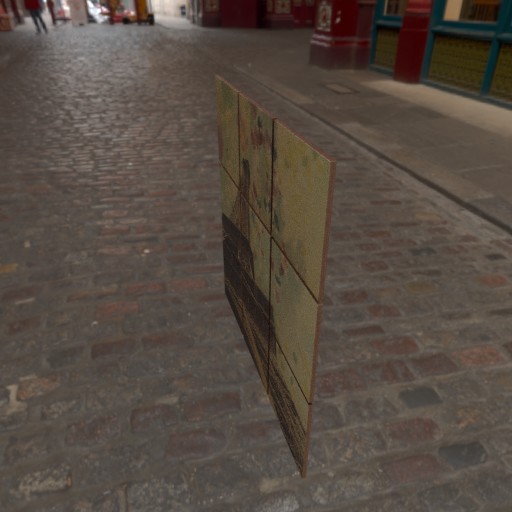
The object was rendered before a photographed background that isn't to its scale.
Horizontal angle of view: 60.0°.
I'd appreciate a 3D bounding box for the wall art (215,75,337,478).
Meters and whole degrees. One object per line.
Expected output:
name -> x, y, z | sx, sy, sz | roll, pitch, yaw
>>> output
wall art -> 0.000, 0.000, 1.875 | 0.017, 1.246, 1.256 | -9, 32, -14
